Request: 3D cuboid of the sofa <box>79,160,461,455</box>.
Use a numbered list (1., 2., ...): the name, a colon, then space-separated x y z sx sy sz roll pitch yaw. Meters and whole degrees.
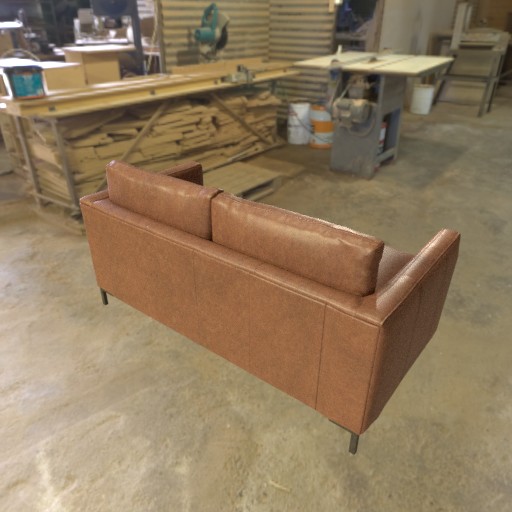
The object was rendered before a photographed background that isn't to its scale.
1. sofa: 0.000 0.000 2.334 1.797 0.883 0.899 21 35 32
